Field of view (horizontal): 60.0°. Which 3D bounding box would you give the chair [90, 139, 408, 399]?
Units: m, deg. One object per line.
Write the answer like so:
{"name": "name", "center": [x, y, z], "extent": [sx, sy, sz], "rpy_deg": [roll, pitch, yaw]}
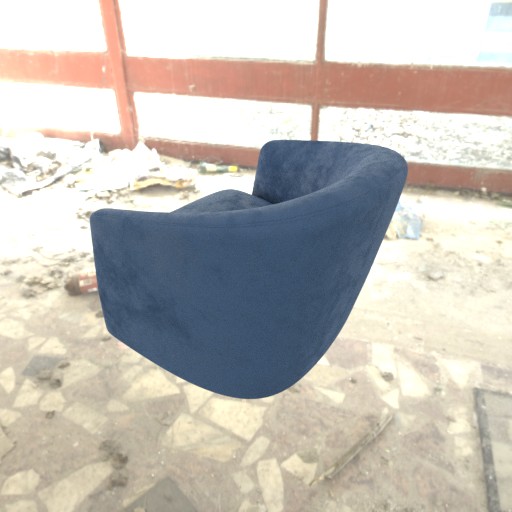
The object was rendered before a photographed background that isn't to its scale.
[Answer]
{"name": "chair", "center": [0.000, 0.000, 1.364], "extent": [0.767, 0.698, 0.773], "rpy_deg": [22, 37, 31]}
